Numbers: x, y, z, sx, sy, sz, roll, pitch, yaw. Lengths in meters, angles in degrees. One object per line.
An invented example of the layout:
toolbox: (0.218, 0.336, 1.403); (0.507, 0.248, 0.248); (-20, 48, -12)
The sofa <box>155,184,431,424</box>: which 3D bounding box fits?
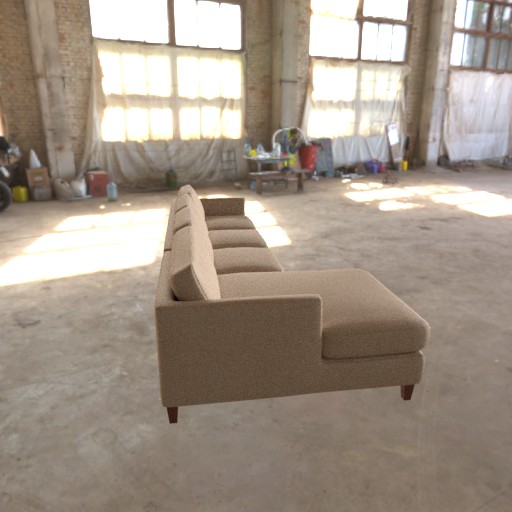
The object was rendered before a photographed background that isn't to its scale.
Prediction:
sofa: (0.000, 0.000, 3.793); (1.502, 0.876, 3.201); (-3, 17, -8)
